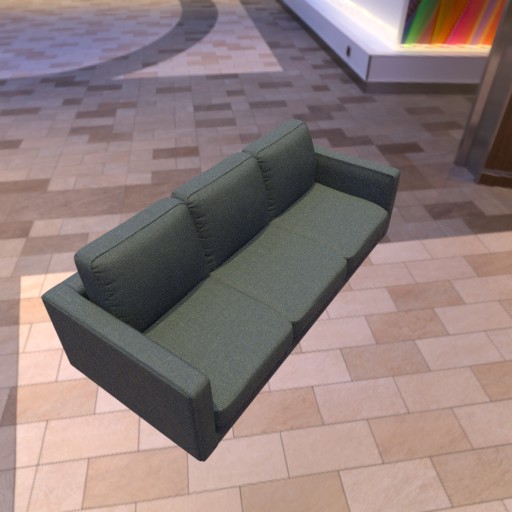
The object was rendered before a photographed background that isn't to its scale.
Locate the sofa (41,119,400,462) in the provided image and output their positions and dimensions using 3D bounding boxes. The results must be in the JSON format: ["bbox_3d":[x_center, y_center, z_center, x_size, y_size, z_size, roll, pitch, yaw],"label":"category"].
[{"bbox_3d":[0.000,0.000,2.541,0.935,0.945,2.013,24,46,26],"label":"sofa"}]
